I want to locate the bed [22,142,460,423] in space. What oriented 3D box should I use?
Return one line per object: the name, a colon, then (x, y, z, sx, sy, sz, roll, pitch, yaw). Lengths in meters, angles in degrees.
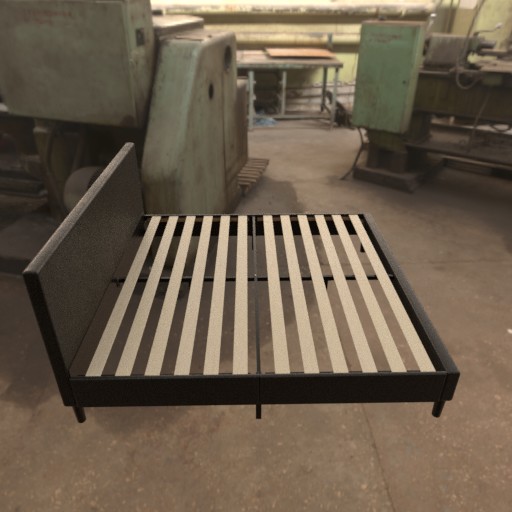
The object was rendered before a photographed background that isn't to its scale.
bed: (0.000, 0.000, 3.136, 2.152, 1.046, 2.018, -1, 31, -1)
